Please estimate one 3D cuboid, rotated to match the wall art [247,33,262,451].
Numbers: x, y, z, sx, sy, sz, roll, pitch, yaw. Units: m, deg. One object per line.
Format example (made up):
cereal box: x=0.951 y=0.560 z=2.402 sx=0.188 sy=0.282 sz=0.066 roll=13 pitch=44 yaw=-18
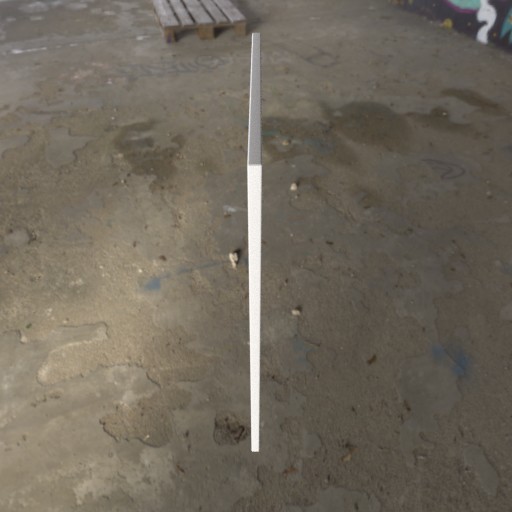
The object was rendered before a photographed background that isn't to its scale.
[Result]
wall art: x=0.000 y=0.000 z=0.614 sx=0.011 sy=0.482 sz=0.329 roll=0 pitch=42 yaw=0
